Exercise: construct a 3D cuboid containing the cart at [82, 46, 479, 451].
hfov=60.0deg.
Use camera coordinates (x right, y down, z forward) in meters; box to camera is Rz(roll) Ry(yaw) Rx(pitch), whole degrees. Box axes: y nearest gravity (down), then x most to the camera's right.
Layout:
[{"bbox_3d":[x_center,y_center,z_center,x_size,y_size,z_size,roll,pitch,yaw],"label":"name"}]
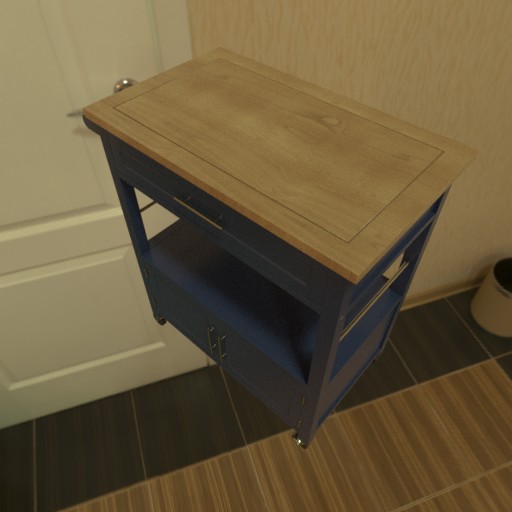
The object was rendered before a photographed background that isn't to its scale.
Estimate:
[{"bbox_3d":[0.000,0.000,1.332,0.840,0.901,0.459,34,56,27],"label":"cart"}]
